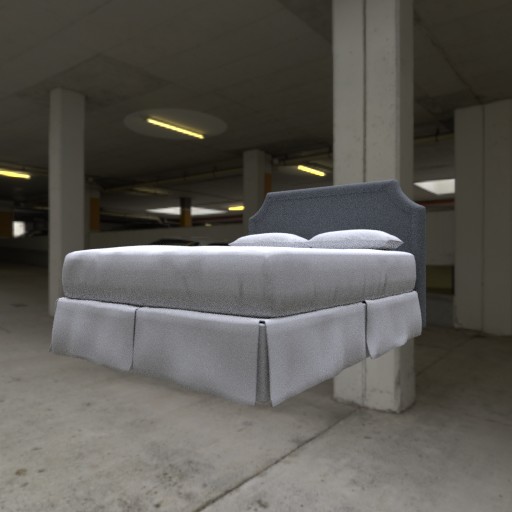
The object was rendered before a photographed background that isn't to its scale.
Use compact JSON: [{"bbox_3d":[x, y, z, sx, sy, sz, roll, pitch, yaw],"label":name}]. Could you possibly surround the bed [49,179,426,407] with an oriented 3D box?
[{"bbox_3d":[0.000,0.000,3.261,1.811,1.296,2.259,0,0,37],"label":"bed"}]
